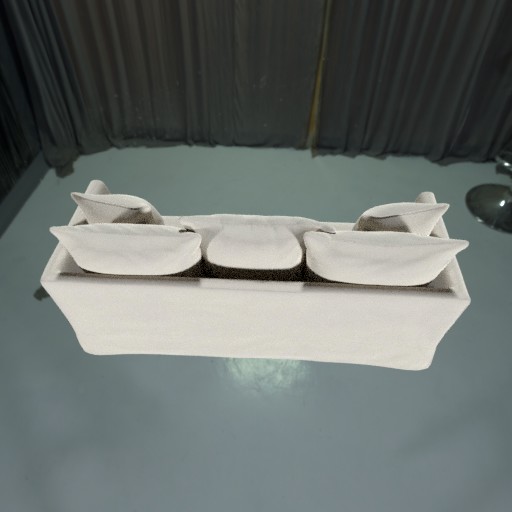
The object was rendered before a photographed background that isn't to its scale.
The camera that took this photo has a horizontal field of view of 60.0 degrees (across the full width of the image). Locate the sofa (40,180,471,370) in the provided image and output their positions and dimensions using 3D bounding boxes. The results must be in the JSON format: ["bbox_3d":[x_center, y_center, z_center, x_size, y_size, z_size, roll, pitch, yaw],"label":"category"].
[{"bbox_3d":[0.000,0.000,3.031,2.499,1.047,1.046,2,46,2],"label":"sofa"}]
